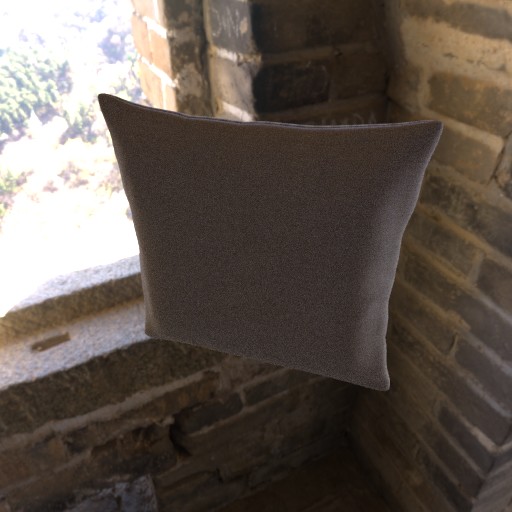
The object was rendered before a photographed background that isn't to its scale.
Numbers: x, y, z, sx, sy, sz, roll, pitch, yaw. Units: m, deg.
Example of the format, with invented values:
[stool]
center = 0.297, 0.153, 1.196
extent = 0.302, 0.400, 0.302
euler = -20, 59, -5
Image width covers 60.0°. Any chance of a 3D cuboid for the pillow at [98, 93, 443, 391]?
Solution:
[pillow]
center = 0.000, 0.000, 0.769
extent = 0.523, 0.510, 0.166
euler = 10, 33, 15
